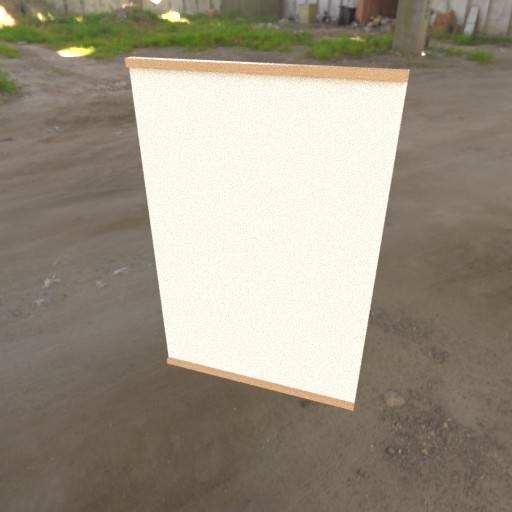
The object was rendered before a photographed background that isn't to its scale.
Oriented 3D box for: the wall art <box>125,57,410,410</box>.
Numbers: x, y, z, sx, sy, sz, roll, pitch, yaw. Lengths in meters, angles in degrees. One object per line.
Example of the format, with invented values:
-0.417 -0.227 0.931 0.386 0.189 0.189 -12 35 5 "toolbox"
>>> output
0.000 0.000 1.270 0.669 1.020 0.027 10 32 16 "wall art"
